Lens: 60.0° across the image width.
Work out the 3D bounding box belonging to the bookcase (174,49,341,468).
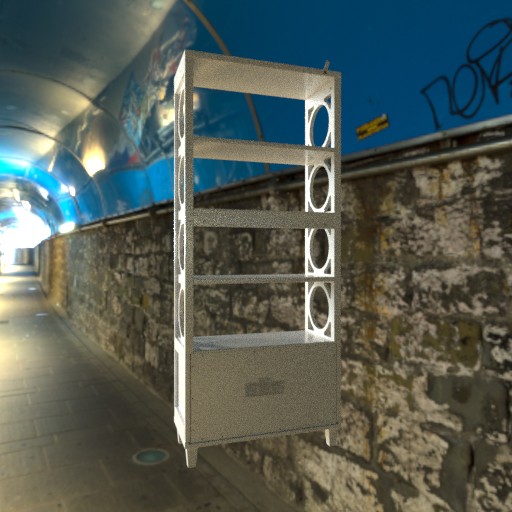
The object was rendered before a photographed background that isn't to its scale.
[{"bbox_3d":[0.000,0.000,2.196,0.761,1.869,0.361,0,0,-18],"label":"bookcase"}]
